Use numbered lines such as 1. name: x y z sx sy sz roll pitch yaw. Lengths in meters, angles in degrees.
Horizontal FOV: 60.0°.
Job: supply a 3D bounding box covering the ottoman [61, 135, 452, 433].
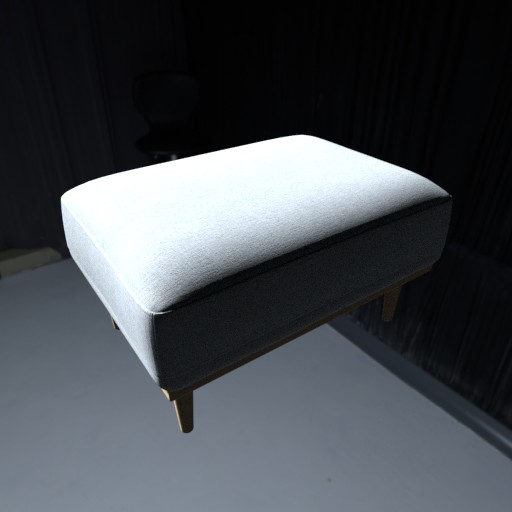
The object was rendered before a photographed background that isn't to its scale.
1. ottoman: 0.000 0.000 1.076 0.749 0.428 0.549 -20 37 -29
